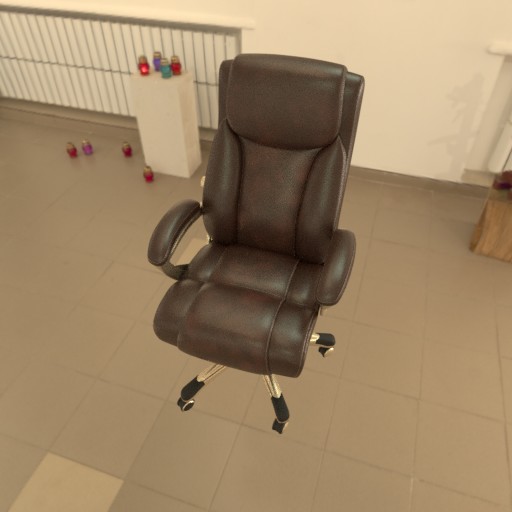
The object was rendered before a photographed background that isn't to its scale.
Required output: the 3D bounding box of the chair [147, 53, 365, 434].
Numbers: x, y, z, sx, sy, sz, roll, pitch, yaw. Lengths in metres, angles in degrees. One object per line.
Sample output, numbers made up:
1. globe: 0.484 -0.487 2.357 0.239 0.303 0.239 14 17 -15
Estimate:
1. chair: 0.000 0.000 1.611 0.692 1.194 0.749 12 44 13
